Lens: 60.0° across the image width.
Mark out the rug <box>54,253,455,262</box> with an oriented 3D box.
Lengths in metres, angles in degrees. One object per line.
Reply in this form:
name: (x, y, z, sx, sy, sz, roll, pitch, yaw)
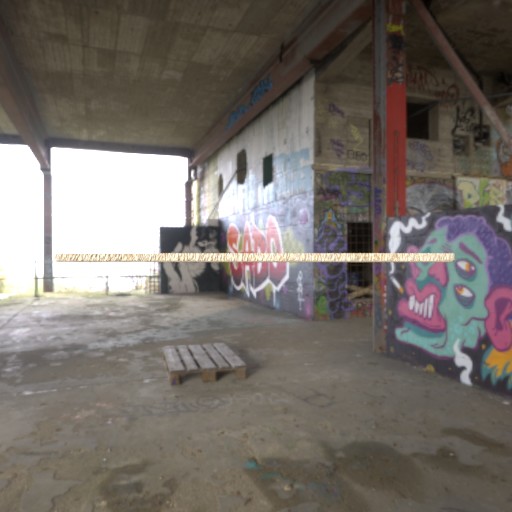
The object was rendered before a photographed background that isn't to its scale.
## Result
rug: (0.000, 0.000, 2.102, 1.200, 0.027, 1.600, 0, 0, 0)
